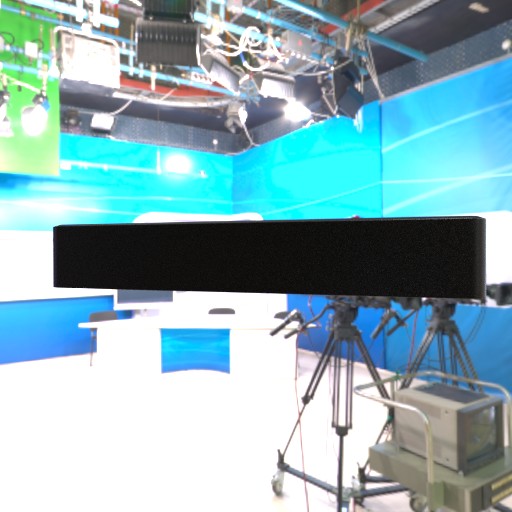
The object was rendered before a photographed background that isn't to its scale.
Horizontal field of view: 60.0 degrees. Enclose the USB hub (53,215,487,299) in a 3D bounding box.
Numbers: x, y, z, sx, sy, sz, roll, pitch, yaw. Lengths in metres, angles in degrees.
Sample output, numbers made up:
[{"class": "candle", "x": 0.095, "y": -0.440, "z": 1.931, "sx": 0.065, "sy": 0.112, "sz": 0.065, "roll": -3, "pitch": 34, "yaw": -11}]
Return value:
[{"class": "USB hub", "x": 0.000, "y": 0.000, "z": 0.161, "sx": 0.145, "sy": 0.023, "sz": 0.044, "roll": 0, "pitch": 0, "yaw": 16}]
